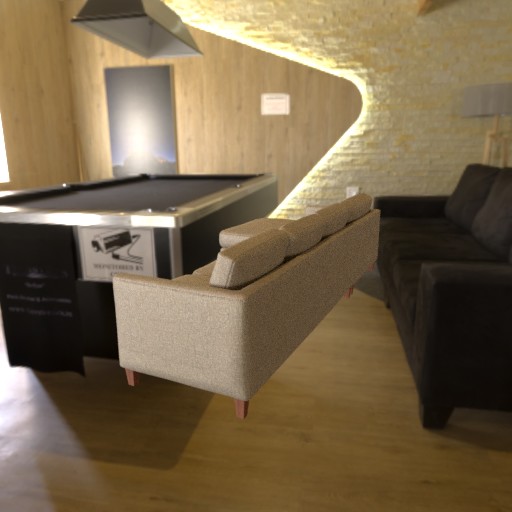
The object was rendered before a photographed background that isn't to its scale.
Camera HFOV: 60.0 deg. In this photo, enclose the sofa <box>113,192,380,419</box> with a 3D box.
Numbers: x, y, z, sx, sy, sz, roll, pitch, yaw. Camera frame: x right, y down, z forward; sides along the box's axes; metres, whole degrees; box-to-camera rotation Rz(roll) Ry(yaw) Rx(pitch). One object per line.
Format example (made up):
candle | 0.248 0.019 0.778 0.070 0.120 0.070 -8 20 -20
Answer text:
sofa | 0.000 0.000 3.839 1.502 0.876 3.201 7 16 26
